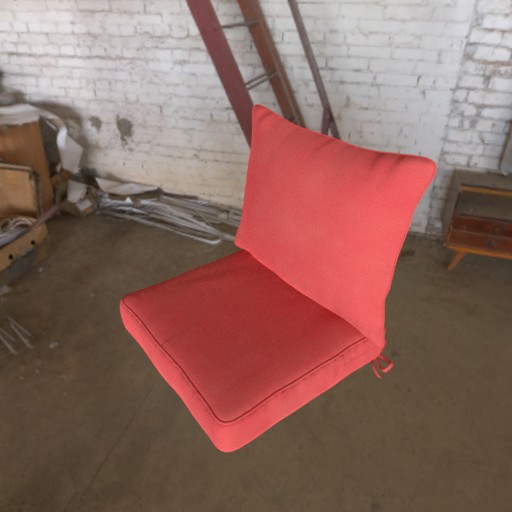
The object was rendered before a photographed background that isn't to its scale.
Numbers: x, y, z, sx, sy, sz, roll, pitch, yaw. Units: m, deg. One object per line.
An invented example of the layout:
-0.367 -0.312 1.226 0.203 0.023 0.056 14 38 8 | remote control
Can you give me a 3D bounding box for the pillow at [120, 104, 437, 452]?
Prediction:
0.000 0.000 1.407 0.733 0.725 0.798 -22 39 -31 | pillow
